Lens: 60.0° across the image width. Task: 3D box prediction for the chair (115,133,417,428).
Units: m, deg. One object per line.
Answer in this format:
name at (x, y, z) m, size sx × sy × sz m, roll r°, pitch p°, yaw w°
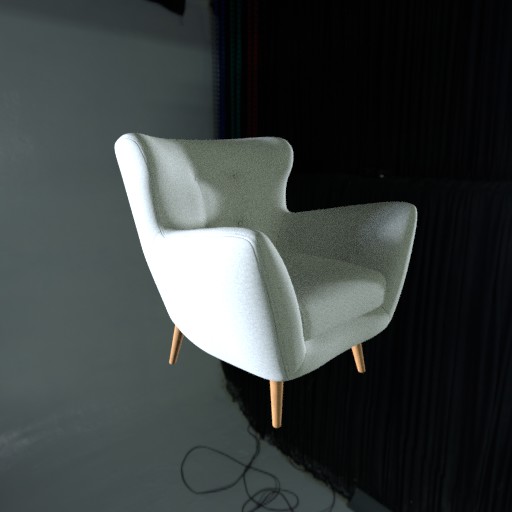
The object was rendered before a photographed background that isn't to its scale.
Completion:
chair at (0.000, 0.000, 1.671) m, size 0.889 × 0.889 × 0.890 m, roll 13°, pitch 19°, yaw 43°
